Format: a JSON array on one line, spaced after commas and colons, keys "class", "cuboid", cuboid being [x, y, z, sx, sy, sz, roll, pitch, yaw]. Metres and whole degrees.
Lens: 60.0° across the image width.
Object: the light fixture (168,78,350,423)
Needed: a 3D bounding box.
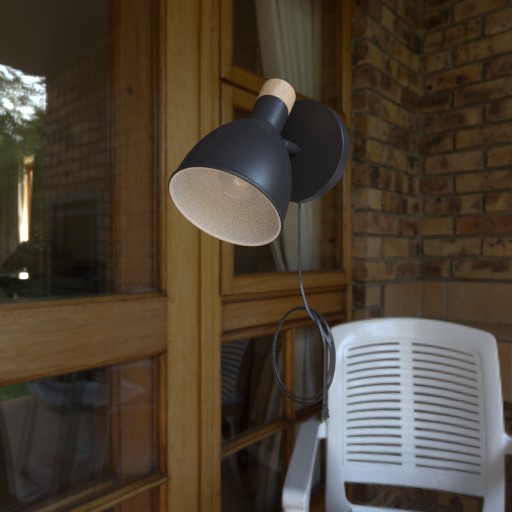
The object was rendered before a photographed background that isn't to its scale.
[{"class": "light fixture", "cuboid": [0.000, 0.000, 0.482, 0.127, 0.401, 0.203, 0, 0, 37]}]
